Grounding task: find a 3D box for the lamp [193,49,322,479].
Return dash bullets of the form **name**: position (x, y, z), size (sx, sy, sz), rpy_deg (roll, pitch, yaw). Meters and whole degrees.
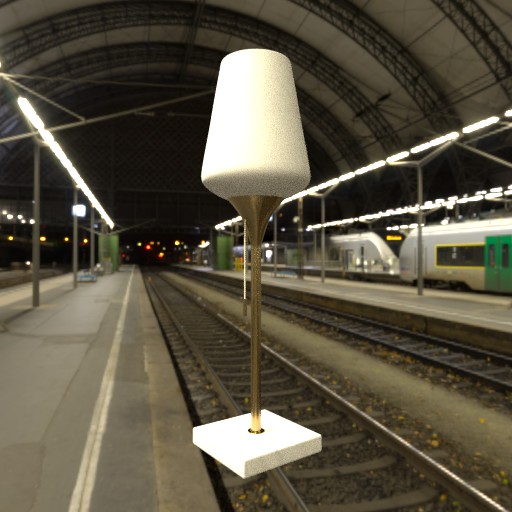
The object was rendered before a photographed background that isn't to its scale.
- **lamp**: position (0.000, 0.000, 0.740), size (0.181, 0.639, 0.181), rpy_deg (0, 0, -36)
